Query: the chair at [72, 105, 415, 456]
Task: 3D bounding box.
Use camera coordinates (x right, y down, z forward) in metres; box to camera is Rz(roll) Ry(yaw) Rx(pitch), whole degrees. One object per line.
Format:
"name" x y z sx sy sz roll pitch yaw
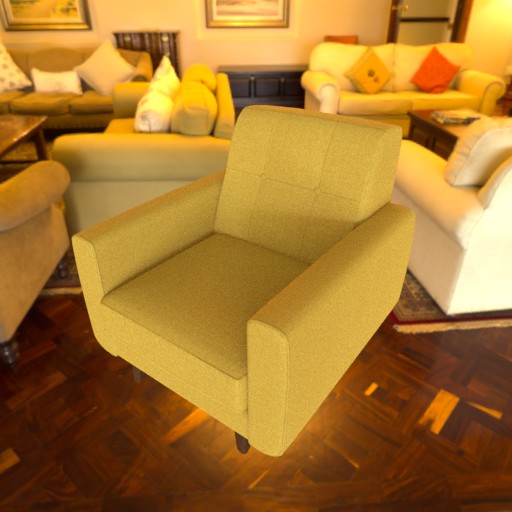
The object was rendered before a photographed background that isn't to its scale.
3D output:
"chair" 0.000 0.000 1.536 0.831 0.841 0.909 21 36 31
